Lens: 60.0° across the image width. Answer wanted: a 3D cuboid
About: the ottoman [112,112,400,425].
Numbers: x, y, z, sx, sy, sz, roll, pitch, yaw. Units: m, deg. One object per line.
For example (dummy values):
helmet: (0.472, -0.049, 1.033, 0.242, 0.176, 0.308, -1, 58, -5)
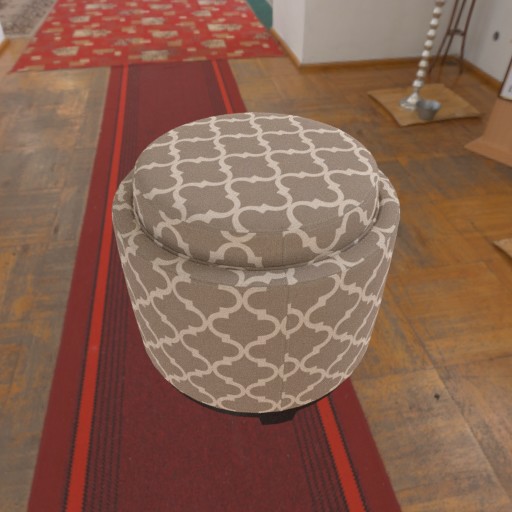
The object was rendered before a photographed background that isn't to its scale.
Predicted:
ottoman: (0.000, 0.000, 0.837, 0.480, 0.429, 0.480, 0, 40, 0)
